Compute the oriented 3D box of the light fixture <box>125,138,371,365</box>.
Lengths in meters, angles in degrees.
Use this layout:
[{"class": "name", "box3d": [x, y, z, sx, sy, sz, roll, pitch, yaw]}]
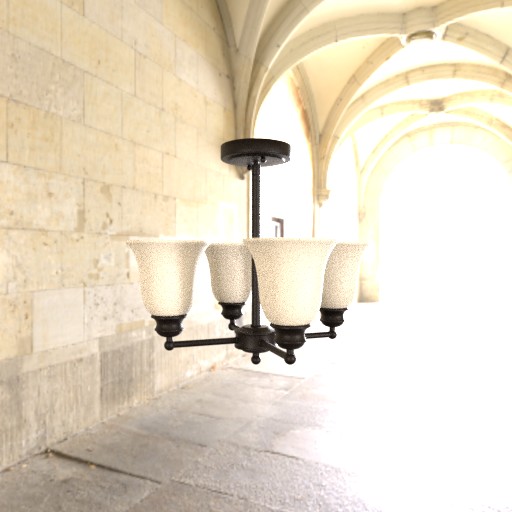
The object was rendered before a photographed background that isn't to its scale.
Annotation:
[{"class": "light fixture", "box3d": [0.000, 0.000, 1.887, 1.069, 0.925, 1.069, 0, 0, -19]}]
